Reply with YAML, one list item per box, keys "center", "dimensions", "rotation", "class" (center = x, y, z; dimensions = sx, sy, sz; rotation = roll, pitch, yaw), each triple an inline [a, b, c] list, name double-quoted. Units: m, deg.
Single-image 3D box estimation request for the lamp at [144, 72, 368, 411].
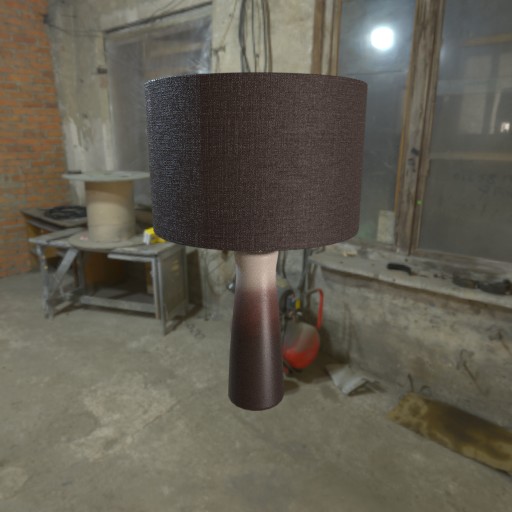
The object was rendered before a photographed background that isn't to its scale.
- center: [0.000, 0.000, 0.682]
  dimensions: [0.303, 0.488, 0.303]
  rotation: [0, 15, 0]
  class: "lamp"
